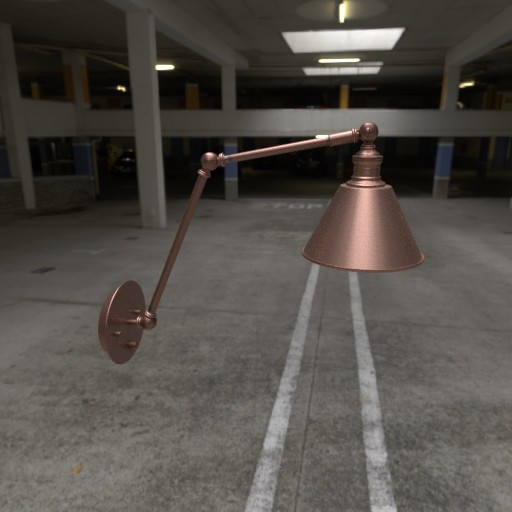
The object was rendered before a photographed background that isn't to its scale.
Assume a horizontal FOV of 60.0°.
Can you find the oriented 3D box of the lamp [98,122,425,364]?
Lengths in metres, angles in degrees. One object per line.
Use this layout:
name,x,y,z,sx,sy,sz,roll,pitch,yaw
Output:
lamp,0.000,0.000,0.871,0.624,0.502,0.223,3,16,10
